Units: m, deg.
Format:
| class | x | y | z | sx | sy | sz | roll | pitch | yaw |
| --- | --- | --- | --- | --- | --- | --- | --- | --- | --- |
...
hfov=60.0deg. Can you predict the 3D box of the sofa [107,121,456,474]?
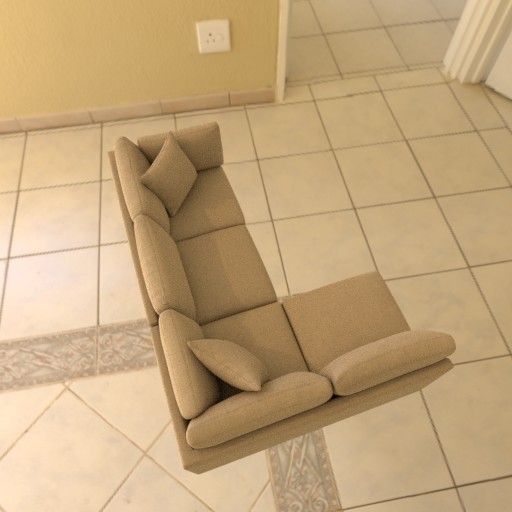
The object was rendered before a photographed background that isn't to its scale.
| class | x | y | z | sx | sy | sz | roll | pitch | yaw |
| --- | --- | --- | --- | --- | --- | --- | --- | --- | --- |
| sofa | 0.000 | 0.000 | 3.831 | 1.994 | 0.978 | 2.896 | -17 | 60 | -10 |
